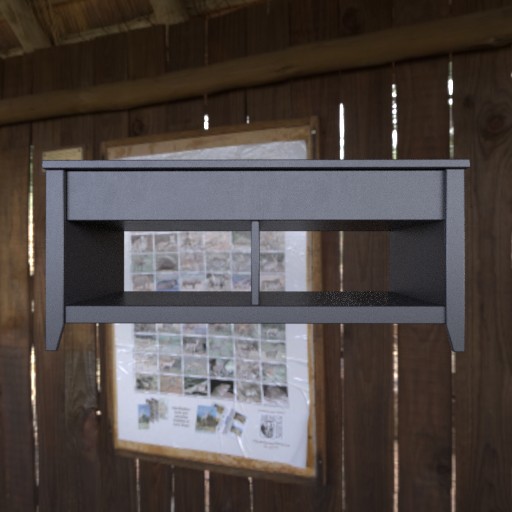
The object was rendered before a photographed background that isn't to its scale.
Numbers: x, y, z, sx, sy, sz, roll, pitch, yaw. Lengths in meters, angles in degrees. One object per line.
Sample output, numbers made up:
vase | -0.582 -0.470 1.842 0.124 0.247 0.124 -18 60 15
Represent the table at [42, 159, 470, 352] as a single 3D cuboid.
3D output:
table | 0.000 0.000 1.291 1.016 0.457 0.483 0 0 1
